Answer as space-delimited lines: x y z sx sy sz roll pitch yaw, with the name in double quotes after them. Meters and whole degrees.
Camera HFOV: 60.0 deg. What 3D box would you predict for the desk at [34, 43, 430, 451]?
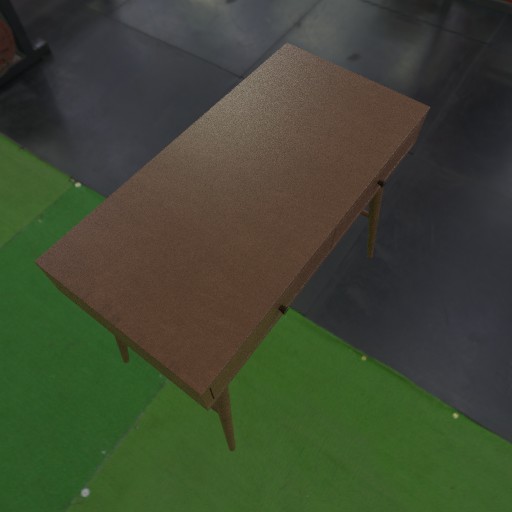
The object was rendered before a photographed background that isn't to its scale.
0.000 0.000 1.396 0.510 0.758 0.949 33 65 18 "desk"
